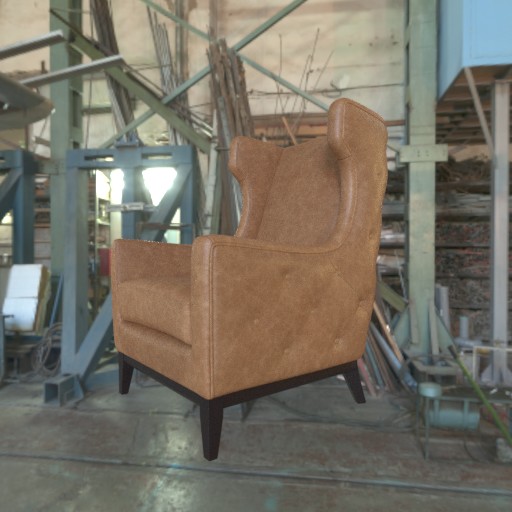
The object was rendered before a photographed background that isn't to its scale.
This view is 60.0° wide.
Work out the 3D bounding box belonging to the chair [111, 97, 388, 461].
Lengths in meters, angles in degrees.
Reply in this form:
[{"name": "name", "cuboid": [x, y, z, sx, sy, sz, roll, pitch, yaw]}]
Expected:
[{"name": "chair", "cuboid": [0.000, 0.000, 1.693, 0.899, 1.079, 0.766, 0, 1, -36]}]
